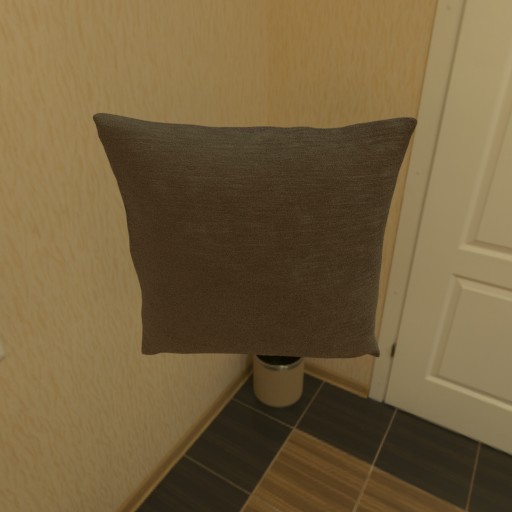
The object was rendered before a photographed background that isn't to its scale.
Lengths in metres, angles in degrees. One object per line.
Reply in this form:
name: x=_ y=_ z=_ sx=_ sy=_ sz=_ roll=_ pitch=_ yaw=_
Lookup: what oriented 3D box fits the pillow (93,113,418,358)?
pillow: x=0.000 y=0.000 z=0.711 sx=0.452 sy=0.439 sz=0.204 roll=1 pitch=30 yaw=2
